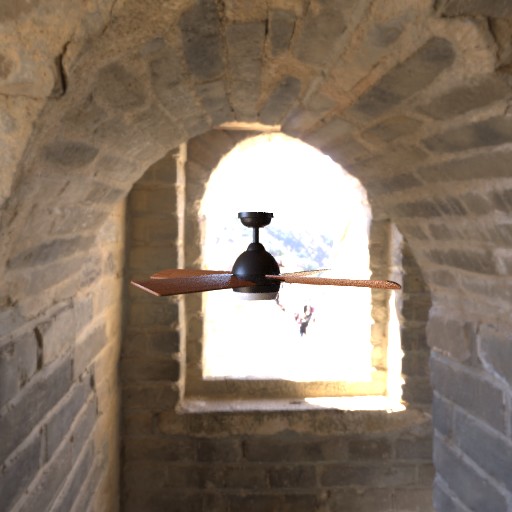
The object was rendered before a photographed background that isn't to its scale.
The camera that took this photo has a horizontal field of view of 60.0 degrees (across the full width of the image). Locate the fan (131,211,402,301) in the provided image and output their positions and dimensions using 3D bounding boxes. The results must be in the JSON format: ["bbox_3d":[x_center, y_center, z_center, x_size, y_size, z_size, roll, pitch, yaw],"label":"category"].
[{"bbox_3d":[0.000,0.000,2.071,1.332,0.403,1.332,1,1,36],"label":"fan"}]
